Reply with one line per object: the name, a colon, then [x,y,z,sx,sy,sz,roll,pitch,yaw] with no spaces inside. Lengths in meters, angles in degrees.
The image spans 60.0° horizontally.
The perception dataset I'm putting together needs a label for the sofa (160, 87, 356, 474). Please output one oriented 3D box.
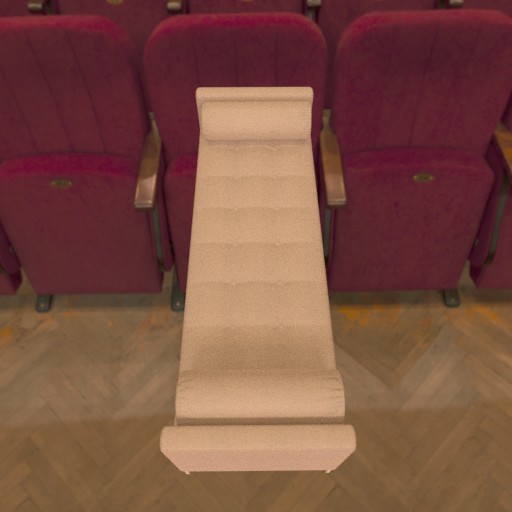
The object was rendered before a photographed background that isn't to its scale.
sofa: [0.000,0.000,2.306,0.686,0.635,1.981,0,57,0]
